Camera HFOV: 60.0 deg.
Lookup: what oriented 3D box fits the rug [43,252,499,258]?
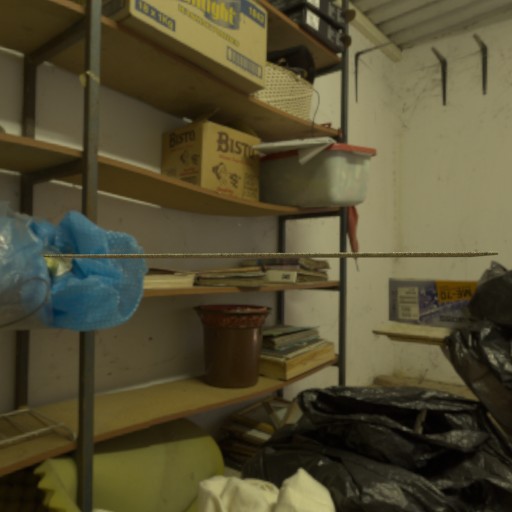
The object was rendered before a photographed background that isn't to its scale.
[{"bbox_3d":[0.000,0.000,2.478,2.290,0.014,0.700,0,-1,17],"label":"rug"}]
